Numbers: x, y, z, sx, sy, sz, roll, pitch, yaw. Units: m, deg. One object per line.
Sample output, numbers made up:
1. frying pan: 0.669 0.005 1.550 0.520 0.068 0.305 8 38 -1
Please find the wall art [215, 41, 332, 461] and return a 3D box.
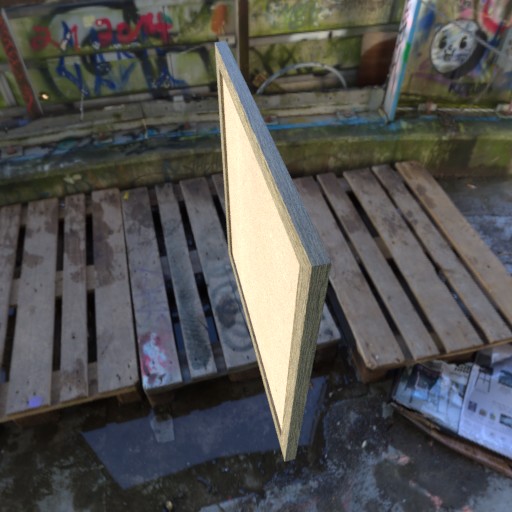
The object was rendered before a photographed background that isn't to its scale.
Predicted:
1. wall art: 0.000 0.000 0.750 0.019 0.508 0.508 -10 48 -9
